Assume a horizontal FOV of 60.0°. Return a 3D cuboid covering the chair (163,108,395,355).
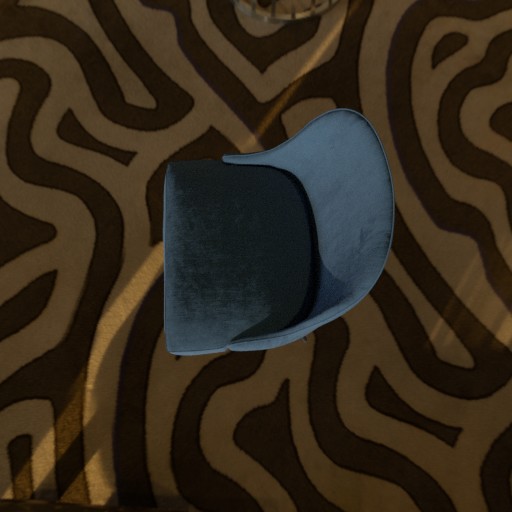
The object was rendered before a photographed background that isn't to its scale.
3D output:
[{"bbox_3d":[0.000,0.000,1.231,0.489,0.927,0.526,-3,76,-1],"label":"chair"}]
